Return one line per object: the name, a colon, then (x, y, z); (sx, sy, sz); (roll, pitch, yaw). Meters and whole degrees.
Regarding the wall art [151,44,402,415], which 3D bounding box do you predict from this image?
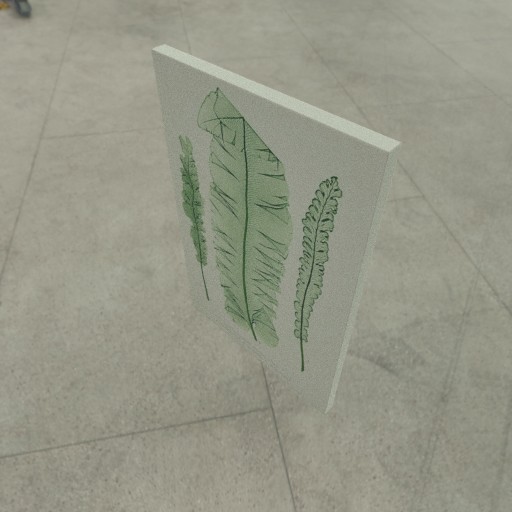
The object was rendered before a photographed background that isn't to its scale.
wall art: (0.000, 0.000, 1.175); (0.610, 0.914, 0.038); (34, 54, 29)
